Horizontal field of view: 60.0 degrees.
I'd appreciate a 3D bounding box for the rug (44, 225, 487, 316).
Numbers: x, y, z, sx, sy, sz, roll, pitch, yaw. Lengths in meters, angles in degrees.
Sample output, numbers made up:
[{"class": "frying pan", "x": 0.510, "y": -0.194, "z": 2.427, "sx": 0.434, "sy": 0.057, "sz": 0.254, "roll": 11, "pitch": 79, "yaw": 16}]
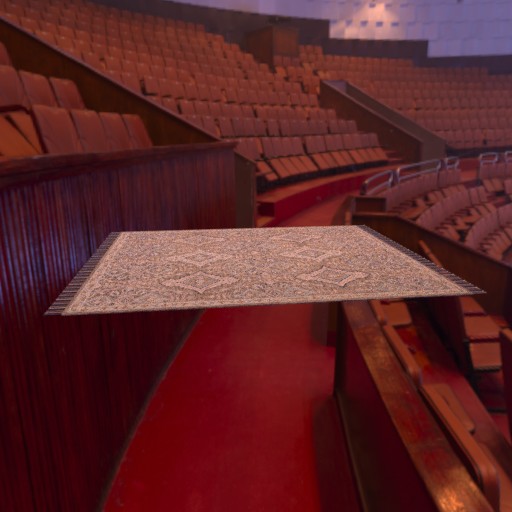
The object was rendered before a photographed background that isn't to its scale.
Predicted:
[{"class": "rug", "x": 0.000, "y": 0.000, "z": 4.170, "sx": 3.056, "sy": 0.010, "sz": 2.437, "roll": -2, "pitch": 16, "yaw": -7}]
